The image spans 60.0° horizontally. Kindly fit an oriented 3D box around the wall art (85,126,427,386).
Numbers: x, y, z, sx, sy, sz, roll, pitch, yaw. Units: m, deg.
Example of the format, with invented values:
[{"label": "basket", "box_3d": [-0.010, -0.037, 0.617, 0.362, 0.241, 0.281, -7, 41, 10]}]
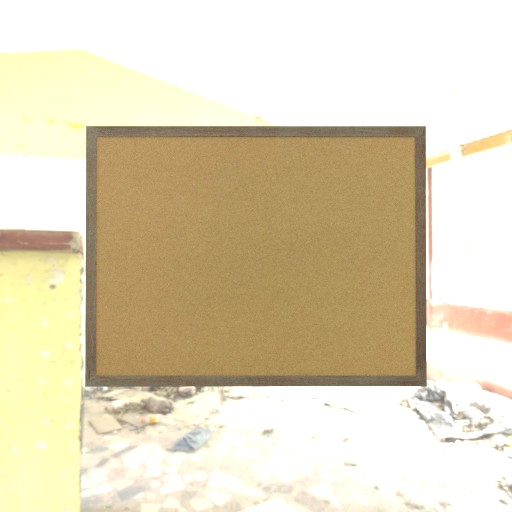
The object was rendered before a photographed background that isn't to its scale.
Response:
[{"label": "wall art", "box_3d": [0.000, 0.000, 1.326, 1.012, 0.774, 0.019, 0, 0, 0]}]
